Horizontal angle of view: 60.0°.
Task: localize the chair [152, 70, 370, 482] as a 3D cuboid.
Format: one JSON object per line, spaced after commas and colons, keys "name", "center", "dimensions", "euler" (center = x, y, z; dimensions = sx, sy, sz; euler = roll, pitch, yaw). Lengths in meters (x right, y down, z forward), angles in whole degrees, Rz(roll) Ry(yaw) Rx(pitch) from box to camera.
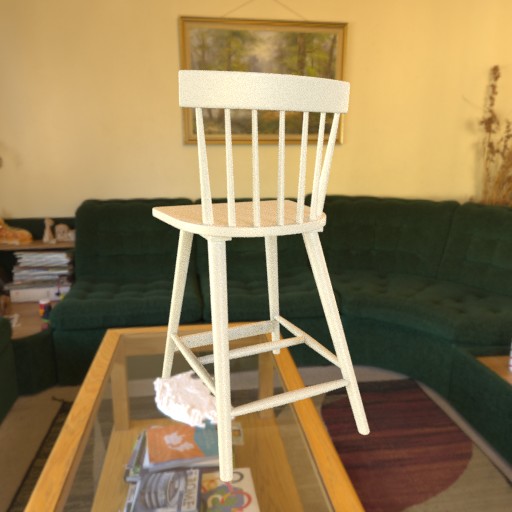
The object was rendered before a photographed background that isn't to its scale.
{"name": "chair", "center": [0.000, 0.000, 1.288], "dimensions": [0.483, 0.952, 0.572], "euler": [-7, 15, -25]}
